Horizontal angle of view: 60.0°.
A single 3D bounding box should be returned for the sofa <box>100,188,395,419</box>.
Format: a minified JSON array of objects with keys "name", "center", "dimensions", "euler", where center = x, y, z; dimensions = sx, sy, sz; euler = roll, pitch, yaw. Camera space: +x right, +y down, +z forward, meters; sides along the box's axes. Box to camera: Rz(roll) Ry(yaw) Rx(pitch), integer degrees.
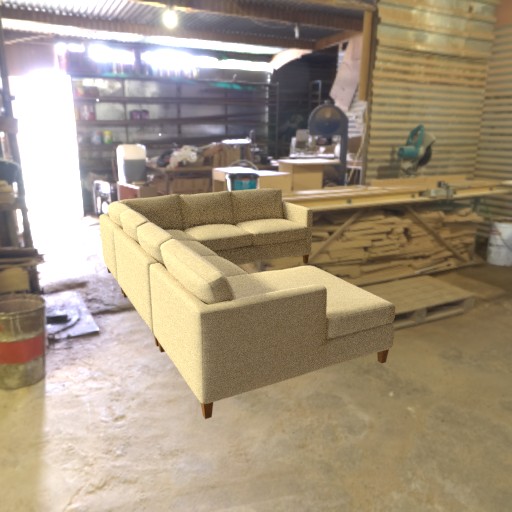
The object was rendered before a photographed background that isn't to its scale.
[{"name":"sofa","center":[0.000,0.000,4.639],"dimensions":[2.594,0.961,3.460],"euler":[-8,18,-27]}]
